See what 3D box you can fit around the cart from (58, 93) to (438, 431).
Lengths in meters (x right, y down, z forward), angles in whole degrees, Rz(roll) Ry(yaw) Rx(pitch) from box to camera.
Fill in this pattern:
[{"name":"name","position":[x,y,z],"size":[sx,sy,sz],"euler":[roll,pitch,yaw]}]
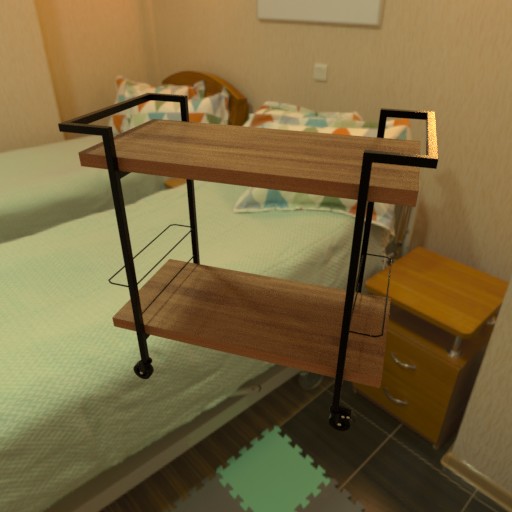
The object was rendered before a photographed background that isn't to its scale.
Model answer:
[{"name":"cart","position":[0.000,0.000,1.243],"size":[0.806,0.762,0.406],"euler":[9,32,16]}]
